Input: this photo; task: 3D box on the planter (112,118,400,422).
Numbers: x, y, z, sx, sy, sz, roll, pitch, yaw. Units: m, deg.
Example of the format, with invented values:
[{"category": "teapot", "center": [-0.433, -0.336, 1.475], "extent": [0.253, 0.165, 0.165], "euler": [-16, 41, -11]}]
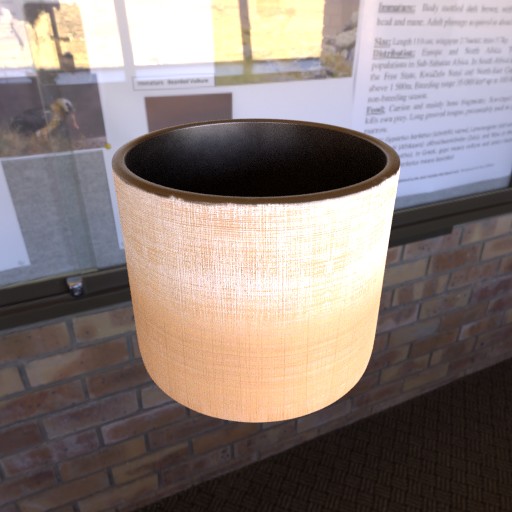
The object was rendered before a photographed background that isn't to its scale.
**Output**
[{"category": "planter", "center": [0.000, 0.000, 0.449], "extent": [0.254, 0.221, 0.254], "euler": [0, 29, 0]}]
